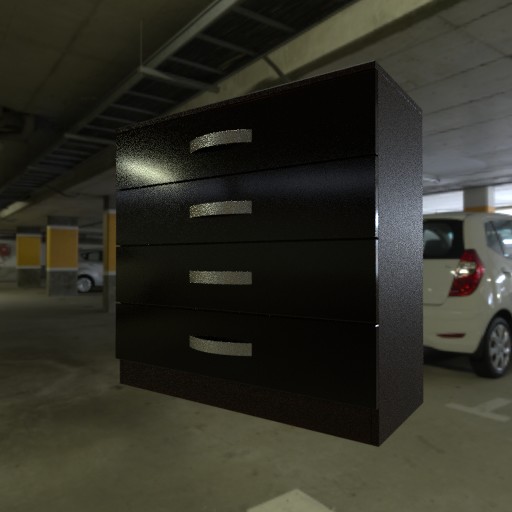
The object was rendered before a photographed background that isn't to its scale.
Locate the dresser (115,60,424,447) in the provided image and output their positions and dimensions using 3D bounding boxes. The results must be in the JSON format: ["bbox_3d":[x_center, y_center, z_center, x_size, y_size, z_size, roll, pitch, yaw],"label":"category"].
[{"bbox_3d":[0.000,0.000,1.156,0.750,0.720,0.360,0,-1,35],"label":"dresser"}]
